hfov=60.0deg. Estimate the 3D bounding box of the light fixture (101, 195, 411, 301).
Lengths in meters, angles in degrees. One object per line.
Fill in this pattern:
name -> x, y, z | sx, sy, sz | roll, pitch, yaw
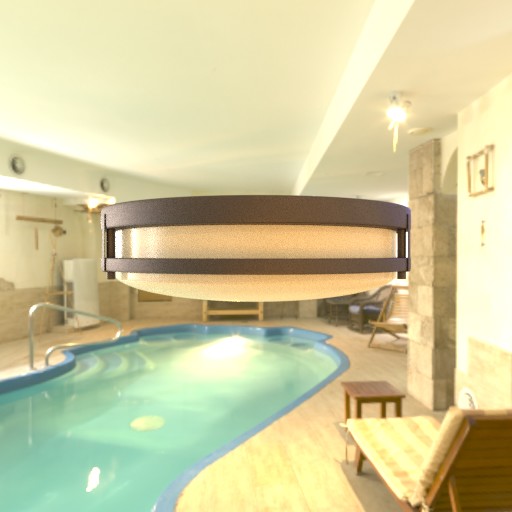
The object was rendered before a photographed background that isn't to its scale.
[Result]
light fixture -> 0.000, 0.000, 0.538 | 0.356, 0.102, 0.356 | 0, 0, 0
